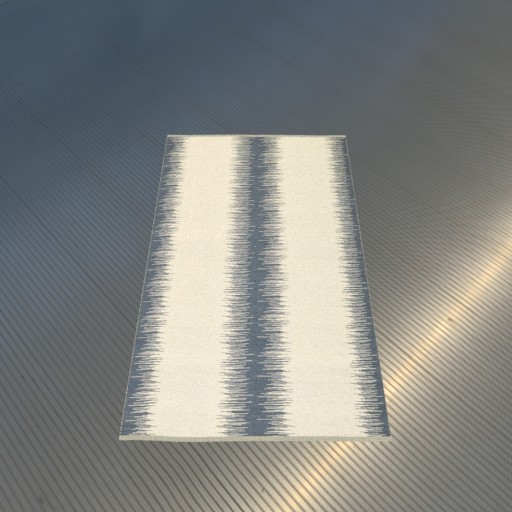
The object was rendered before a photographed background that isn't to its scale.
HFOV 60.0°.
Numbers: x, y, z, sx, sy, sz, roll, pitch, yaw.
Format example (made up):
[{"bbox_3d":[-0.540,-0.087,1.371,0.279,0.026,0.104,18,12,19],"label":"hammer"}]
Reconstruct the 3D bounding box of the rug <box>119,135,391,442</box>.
[{"bbox_3d":[0.000,0.000,3.123,1.519,0.003,2.453,0,57,0],"label":"rug"}]
